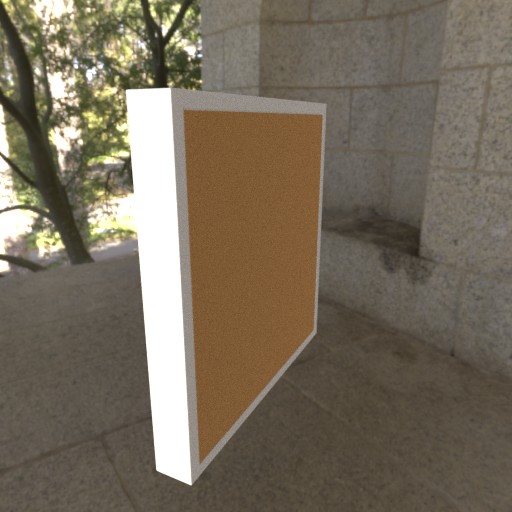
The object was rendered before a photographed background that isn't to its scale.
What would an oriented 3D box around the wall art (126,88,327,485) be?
[{"bbox_3d":[0.000,0.000,0.456,0.037,0.305,0.305,8,19,26],"label":"wall art"}]
